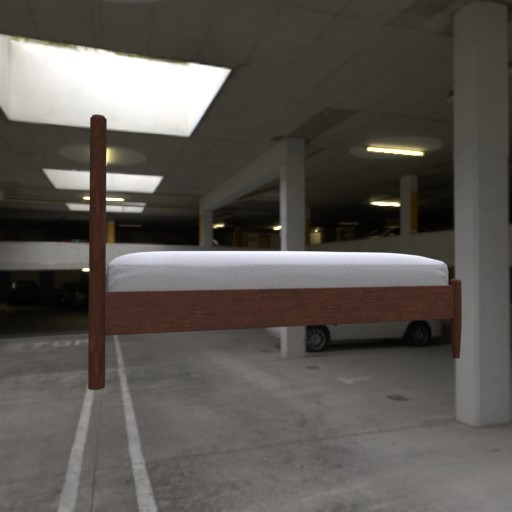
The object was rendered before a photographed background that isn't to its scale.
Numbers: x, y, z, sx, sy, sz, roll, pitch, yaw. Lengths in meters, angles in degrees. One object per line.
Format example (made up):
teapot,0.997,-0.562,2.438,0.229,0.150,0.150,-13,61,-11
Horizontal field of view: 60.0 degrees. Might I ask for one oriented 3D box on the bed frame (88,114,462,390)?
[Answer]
bed frame,0.000,0.000,3.245,2.234,1.321,1.655,0,-1,-19
